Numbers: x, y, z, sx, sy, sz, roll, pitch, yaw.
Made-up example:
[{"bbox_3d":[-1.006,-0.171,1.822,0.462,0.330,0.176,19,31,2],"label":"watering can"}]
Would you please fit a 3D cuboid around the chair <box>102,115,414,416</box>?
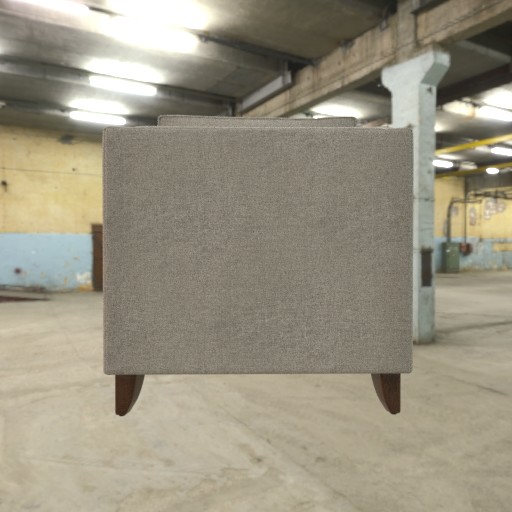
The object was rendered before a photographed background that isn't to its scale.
[{"bbox_3d":[0.000,0.000,1.617,0.838,0.864,0.918,0,1,-1],"label":"chair"}]
